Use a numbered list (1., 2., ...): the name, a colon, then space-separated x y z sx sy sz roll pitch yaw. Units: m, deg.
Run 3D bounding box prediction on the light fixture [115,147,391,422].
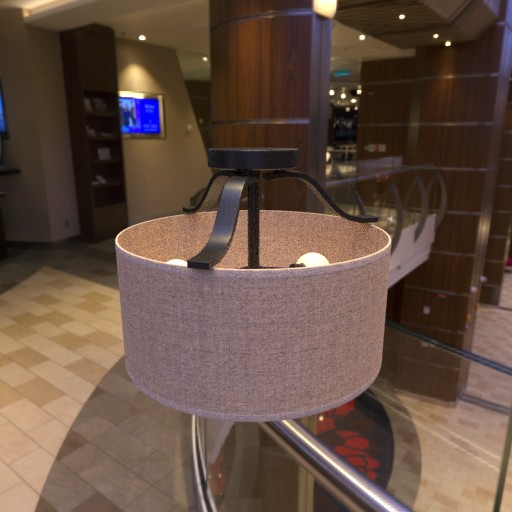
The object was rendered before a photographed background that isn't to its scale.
1. light fixture: 0.000 0.000 0.650 0.390 0.306 0.390 0 15 0
